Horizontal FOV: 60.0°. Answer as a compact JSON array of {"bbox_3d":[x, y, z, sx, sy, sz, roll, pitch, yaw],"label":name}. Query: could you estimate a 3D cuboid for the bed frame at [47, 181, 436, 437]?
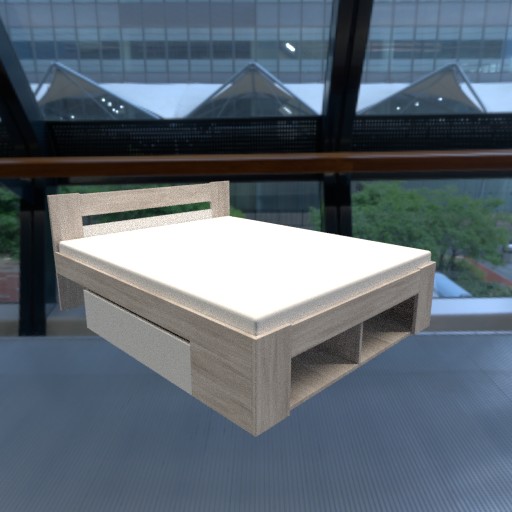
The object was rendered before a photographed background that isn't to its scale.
[{"bbox_3d":[0.000,0.000,3.168,2.040,0.860,2.050,-14,20,-43],"label":"bed frame"}]
